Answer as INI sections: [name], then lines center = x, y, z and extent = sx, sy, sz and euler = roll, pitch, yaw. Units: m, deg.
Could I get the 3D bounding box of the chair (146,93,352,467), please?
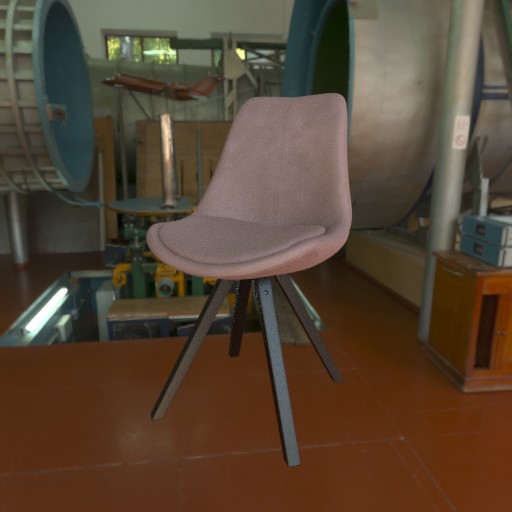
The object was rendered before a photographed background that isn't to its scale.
[chair]
center = 0.000, 0.000, 1.200
extent = 0.483, 0.865, 0.547
euler = 7, 16, 26
